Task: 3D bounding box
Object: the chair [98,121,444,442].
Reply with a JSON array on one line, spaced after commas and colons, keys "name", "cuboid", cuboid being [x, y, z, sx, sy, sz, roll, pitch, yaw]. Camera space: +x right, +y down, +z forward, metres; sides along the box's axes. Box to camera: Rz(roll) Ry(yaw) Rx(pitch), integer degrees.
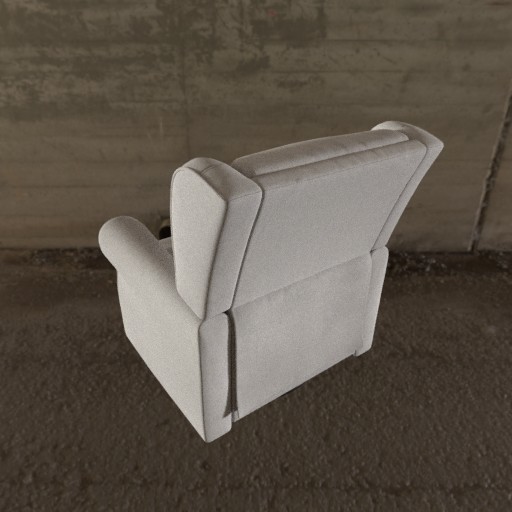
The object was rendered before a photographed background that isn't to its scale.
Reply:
[{"name": "chair", "cuboid": [0.000, 0.000, 1.622, 0.906, 0.967, 0.854, -19, 34, -31]}]
